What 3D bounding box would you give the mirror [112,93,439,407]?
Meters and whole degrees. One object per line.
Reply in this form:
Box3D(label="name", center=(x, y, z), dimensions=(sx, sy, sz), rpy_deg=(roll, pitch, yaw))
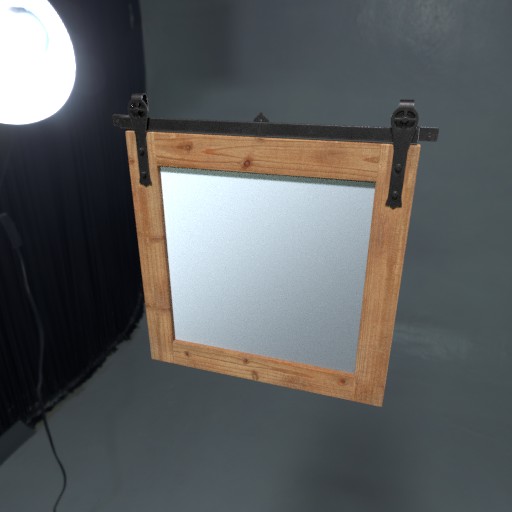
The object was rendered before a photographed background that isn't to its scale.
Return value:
Box3D(label="mirror", center=(0.000, 0.000, 1.174), dimensions=(0.805, 0.800, 0.054), rpy_deg=(7, 25, 16))
